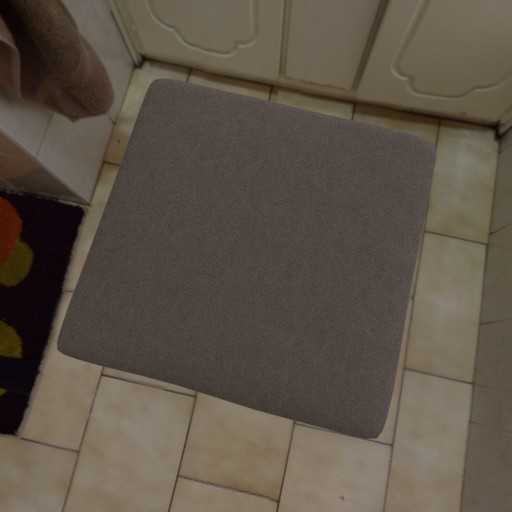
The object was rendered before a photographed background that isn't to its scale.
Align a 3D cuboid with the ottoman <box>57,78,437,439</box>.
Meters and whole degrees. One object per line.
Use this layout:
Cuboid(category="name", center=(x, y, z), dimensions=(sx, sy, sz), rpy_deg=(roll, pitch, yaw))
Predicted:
Cuboid(category="ottoman", center=(0.000, 0.000, 1.391), dimensions=(0.881, 0.482, 0.861), rpy_deg=(15, 78, 3))
